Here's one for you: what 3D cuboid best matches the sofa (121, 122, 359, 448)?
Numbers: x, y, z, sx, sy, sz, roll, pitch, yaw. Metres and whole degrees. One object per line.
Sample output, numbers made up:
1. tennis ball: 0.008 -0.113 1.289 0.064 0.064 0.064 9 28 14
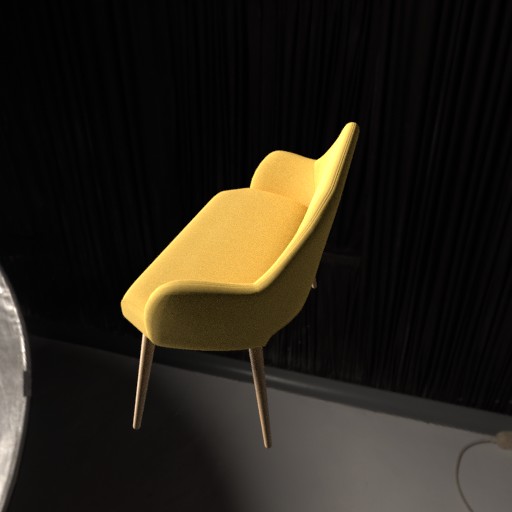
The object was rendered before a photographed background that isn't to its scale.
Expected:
1. sofa: 0.000 0.000 1.631 0.610 0.840 1.150 8 31 13
